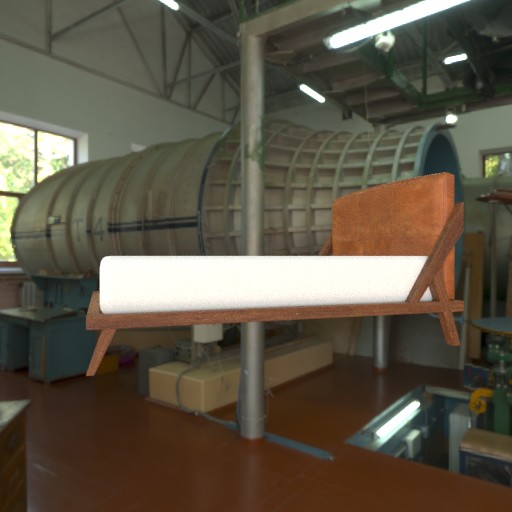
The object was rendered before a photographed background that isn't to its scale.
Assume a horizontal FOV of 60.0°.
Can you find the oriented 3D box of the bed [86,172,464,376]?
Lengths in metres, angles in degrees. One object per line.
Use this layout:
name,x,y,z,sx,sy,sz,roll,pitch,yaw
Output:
bed,0.000,0.000,3.307,2.311,1.168,1.651,0,0,-19
